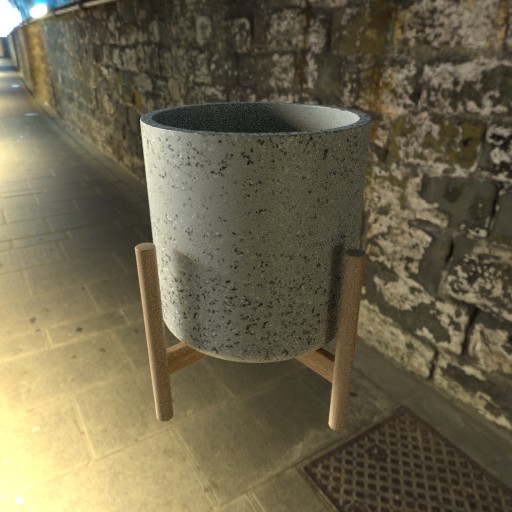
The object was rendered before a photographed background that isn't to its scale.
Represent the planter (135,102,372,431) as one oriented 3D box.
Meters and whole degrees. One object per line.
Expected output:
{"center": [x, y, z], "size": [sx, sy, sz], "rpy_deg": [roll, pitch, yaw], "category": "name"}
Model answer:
{"center": [0.000, 0.000, 0.685], "size": [0.360, 0.419, 0.360], "rpy_deg": [-8, 27, -17], "category": "planter"}
